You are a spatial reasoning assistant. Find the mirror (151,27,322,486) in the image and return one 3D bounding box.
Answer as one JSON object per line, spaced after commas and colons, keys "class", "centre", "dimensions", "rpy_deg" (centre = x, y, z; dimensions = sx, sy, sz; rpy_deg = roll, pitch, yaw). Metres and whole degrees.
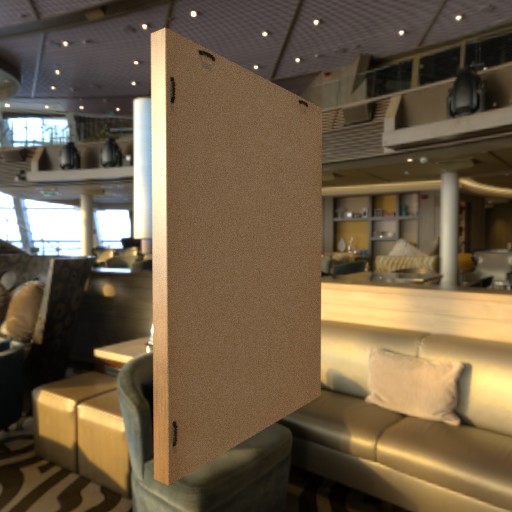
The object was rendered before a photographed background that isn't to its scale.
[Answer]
{"class": "mirror", "centre": [0.000, 0.000, 0.899], "dimensions": [0.039, 0.711, 0.508], "rpy_deg": [1, 2, 36]}
